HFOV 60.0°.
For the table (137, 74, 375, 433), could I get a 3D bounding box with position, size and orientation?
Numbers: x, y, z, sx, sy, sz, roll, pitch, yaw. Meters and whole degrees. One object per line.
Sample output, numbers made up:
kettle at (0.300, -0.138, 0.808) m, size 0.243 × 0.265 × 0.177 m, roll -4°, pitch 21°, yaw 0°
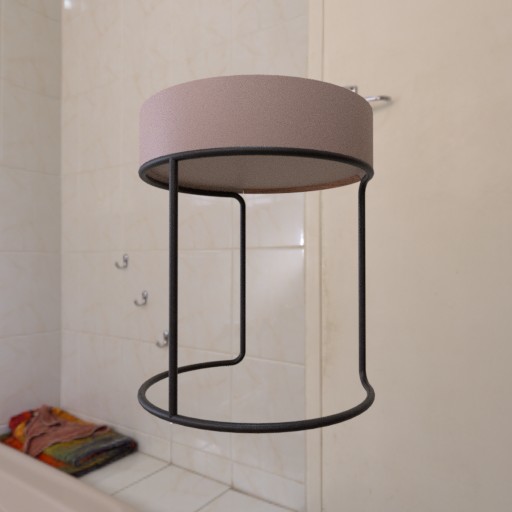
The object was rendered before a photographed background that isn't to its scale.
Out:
table at (0.000, 0.000, 0.873) m, size 0.450 × 0.530 × 0.450 m, roll 0°, pitch -1°, yaw 0°
